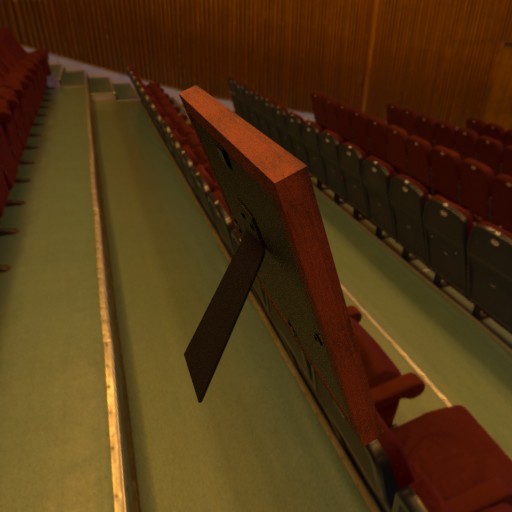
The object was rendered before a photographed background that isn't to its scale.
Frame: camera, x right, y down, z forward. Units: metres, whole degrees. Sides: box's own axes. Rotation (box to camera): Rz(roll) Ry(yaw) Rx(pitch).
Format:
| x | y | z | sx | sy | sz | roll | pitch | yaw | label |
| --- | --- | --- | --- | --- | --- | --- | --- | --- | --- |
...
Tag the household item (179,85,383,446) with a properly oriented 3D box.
| x | y | z | sx | sy | sz | roll | pitch | yaw | label |
| --- | --- | --- | --- | --- | --- | --- | --- | --- | --- |
| 0.000 | 0.000 | 0.377 | 0.131 | 0.240 | 0.240 | -10 | 32 | -17 | household item |
